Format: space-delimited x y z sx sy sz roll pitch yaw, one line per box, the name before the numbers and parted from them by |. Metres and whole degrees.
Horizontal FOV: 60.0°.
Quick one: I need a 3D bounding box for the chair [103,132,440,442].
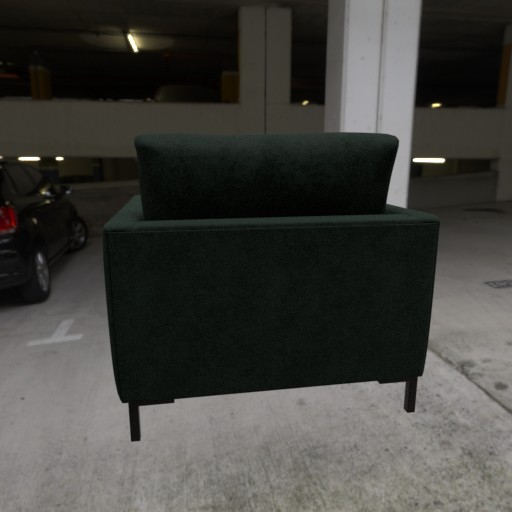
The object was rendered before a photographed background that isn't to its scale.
chair | 0.000 0.000 1.639 0.963 0.861 0.866 -2 13 -10
